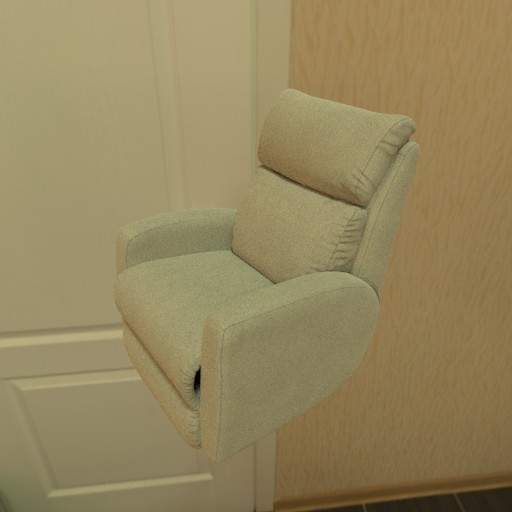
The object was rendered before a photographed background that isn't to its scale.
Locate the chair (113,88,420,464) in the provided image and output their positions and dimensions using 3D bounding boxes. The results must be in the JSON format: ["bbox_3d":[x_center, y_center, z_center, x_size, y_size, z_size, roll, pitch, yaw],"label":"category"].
[{"bbox_3d":[0.000,0.000,1.637,0.940,1.021,0.794,-21,37,-30],"label":"chair"}]
